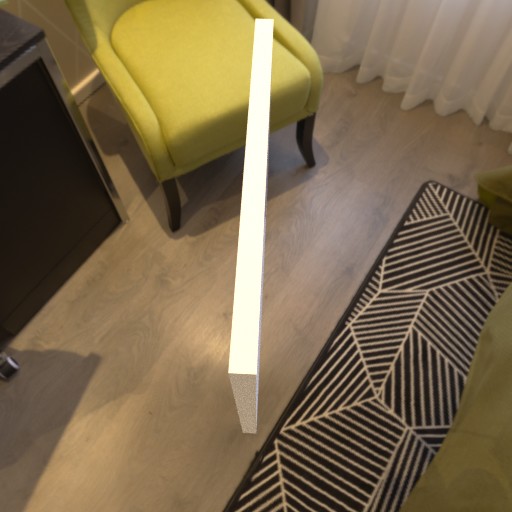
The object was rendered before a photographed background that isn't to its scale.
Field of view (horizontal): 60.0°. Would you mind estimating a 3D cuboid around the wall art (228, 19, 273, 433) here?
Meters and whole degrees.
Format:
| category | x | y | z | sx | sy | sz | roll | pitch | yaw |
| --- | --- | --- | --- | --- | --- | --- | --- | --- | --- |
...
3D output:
| category | x | y | z | sx | sy | sz | roll | pitch | yaw |
| --- | --- | --- | --- | --- | --- | --- | --- | --- | --- |
| wall art | 0.000 | 0.000 | 0.823 | 0.028 | 0.559 | 0.559 | 2 | 63 | 1 |
